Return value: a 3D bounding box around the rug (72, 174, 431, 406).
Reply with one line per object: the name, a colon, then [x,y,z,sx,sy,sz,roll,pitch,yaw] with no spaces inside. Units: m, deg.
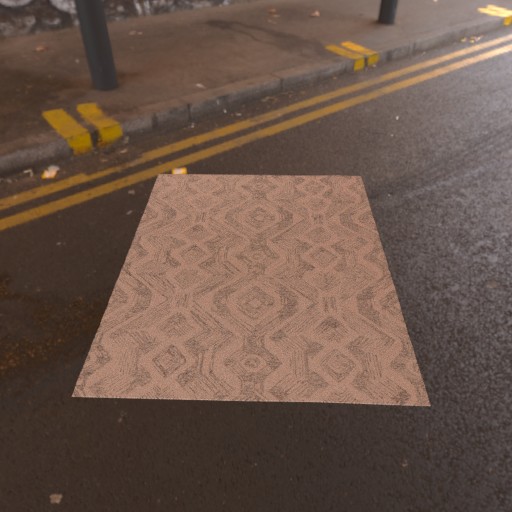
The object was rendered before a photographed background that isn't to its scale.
rug: [0.000,0.000,4.156,2.430,0.030,3.054,1,40,1]
